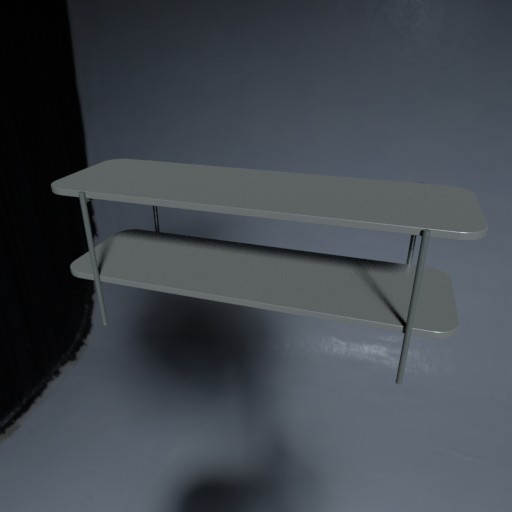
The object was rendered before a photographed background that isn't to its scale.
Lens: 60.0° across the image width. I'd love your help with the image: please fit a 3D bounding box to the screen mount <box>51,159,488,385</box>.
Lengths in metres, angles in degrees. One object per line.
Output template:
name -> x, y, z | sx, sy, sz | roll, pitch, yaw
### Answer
screen mount -> 0.000, 0.000, 1.387 | 1.200, 0.447, 0.400 | 8, 27, 16
